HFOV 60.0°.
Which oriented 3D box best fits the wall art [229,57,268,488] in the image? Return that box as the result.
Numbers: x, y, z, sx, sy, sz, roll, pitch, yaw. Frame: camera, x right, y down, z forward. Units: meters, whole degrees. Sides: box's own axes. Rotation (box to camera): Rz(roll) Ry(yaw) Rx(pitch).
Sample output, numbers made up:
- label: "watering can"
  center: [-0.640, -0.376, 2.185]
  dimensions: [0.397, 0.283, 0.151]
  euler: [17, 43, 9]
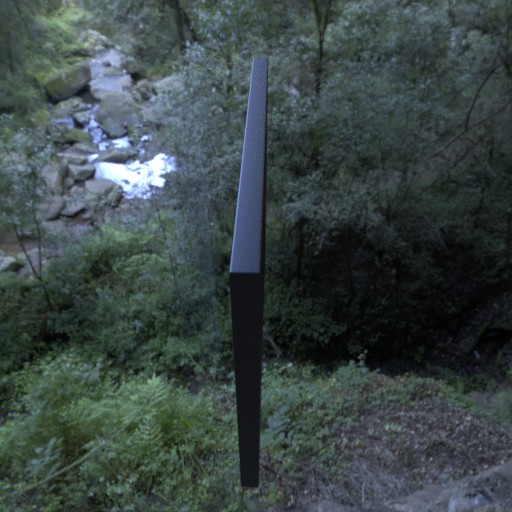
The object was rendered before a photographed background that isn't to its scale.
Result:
- label: "wall art"
  center: [0.000, 0.000, 0.736]
  dimensions: [0.031, 0.457, 0.558]
  euler: [1, 42, 1]
